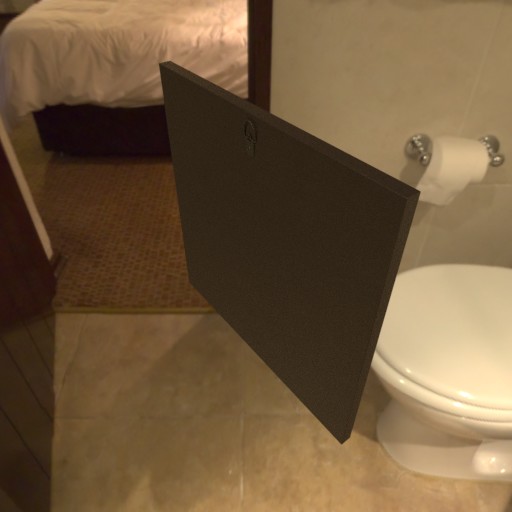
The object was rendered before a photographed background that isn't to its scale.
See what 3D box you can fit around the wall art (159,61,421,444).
[{"bbox_3d":[0.000,0.000,1.199,0.043,0.807,0.805,-27,48,-27],"label":"wall art"}]
